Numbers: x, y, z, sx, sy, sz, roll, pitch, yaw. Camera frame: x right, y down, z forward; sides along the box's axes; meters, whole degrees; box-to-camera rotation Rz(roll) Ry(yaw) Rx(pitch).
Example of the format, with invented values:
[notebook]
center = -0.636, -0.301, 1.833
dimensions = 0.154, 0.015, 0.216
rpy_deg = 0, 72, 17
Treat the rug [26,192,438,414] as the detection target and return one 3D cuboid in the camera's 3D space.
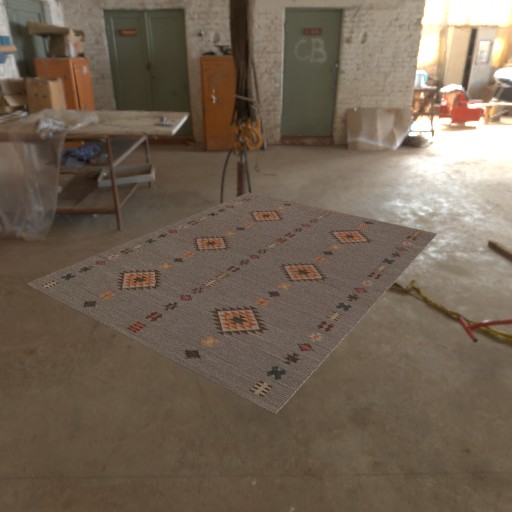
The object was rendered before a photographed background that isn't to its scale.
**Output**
[rug]
center = 0.000, 0.000, 4.079
dimensions = 2.425, 0.008, 3.035
rpy_deg = 17, 30, 32
